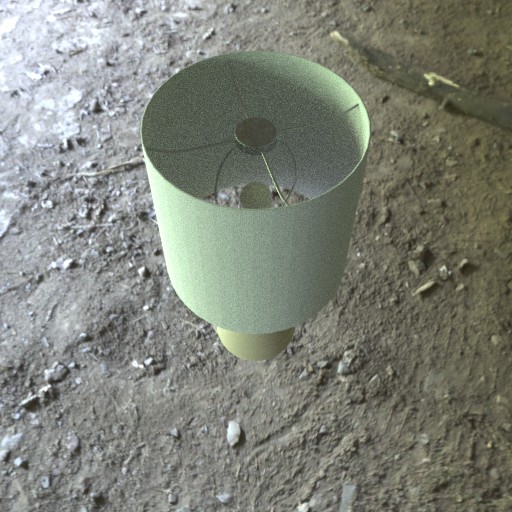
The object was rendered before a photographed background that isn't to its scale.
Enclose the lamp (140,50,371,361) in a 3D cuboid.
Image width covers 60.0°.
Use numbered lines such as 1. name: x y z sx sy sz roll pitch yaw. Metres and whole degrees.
1. lamp: 0.000 0.000 0.473 0.186 0.369 0.186 0 58 0
